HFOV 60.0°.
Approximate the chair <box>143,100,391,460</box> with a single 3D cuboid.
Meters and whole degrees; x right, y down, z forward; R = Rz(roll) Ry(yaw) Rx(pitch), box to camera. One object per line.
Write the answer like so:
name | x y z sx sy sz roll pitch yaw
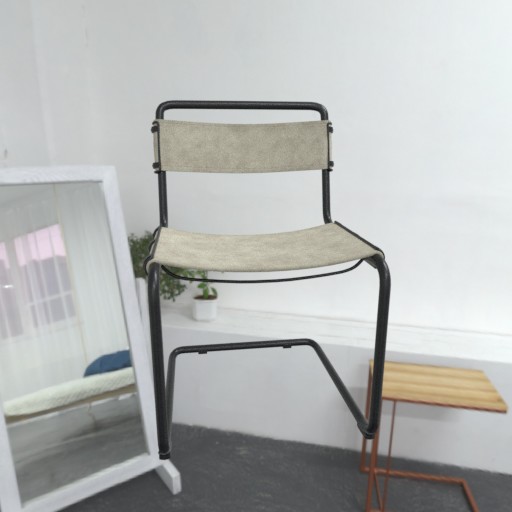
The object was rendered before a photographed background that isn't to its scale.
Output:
chair | 0.000 0.000 1.074 0.499 0.747 0.497 -2 15 -8
